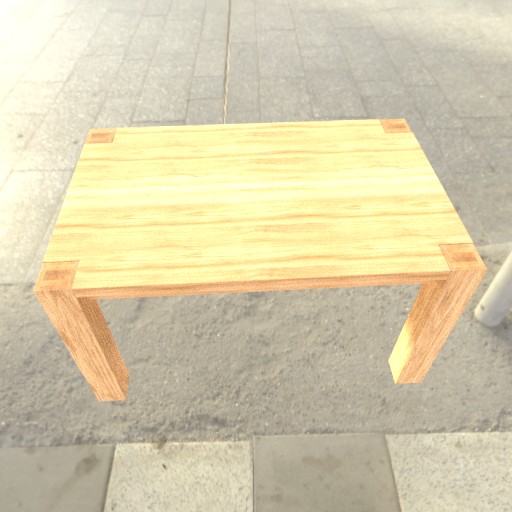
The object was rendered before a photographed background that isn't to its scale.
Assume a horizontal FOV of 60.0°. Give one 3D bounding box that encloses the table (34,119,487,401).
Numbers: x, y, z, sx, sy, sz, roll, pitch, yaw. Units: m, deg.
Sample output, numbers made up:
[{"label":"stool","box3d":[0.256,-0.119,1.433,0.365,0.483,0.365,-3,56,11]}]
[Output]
[{"label":"table","box3d":[0.000,0.000,1.941,1.400,0.760,0.900,-3,47,-2]}]
